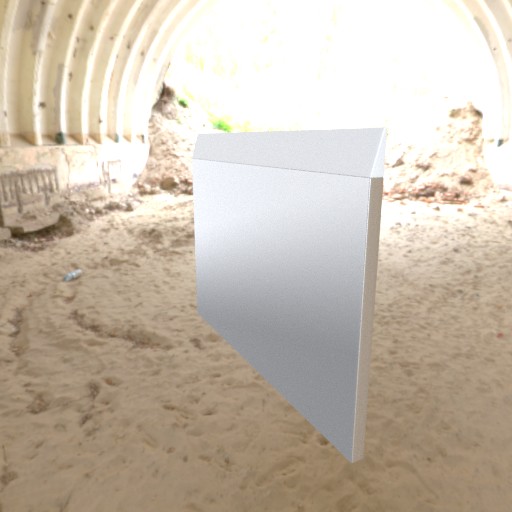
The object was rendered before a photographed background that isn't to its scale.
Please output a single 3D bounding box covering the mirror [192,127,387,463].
[{"bbox_3d":[0.000,0.000,1.163,0.030,0.630,0.870,-7,16,-26],"label":"mirror"}]
